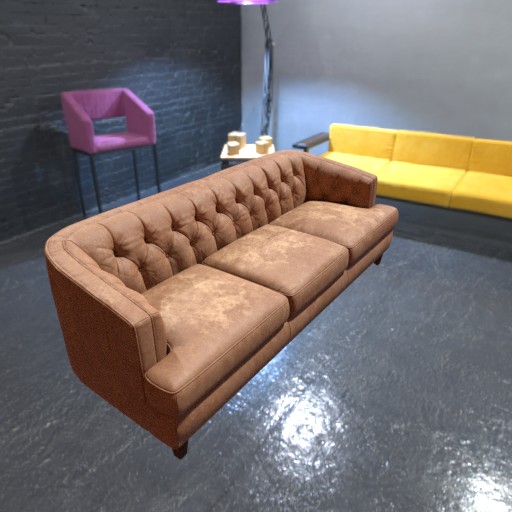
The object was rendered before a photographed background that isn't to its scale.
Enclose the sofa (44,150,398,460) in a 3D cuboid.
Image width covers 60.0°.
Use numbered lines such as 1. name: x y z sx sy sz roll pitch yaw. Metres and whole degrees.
1. sofa: 0.000 0.000 2.611 0.922 0.791 2.257 18 32 32
